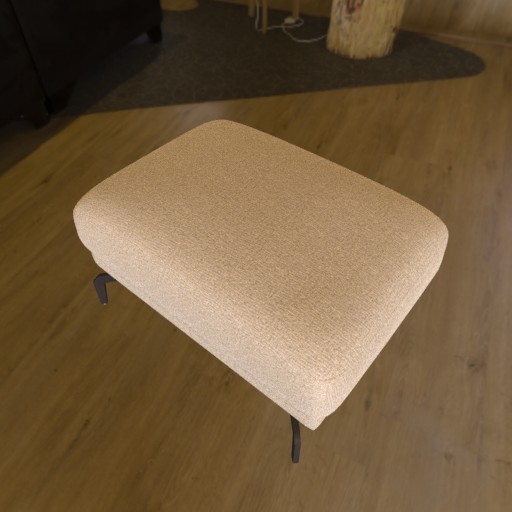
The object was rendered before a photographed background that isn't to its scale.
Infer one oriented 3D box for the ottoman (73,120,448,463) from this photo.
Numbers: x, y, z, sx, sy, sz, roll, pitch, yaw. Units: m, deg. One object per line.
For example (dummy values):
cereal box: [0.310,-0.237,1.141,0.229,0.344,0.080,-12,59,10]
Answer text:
ottoman: [0.000,0.000,1.129,0.772,0.420,0.568,31,54,26]
